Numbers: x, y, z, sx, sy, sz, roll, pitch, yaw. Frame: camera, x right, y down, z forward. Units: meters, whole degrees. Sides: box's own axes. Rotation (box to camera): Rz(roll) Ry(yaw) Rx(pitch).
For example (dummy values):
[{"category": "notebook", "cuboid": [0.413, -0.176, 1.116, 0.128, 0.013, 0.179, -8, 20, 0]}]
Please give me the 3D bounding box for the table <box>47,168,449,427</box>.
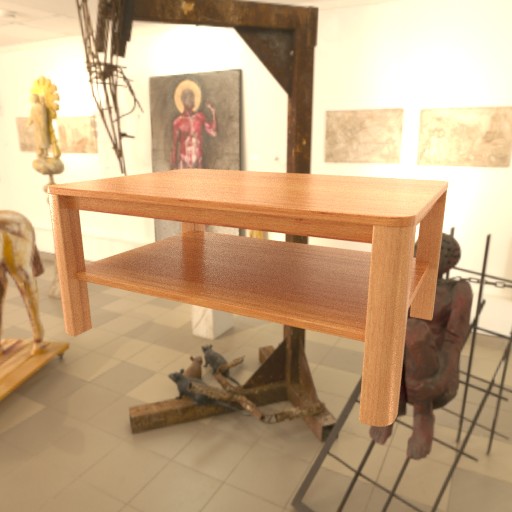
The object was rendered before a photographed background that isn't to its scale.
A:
[{"category": "table", "cuboid": [0.000, 0.000, 1.367, 0.997, 0.445, 0.696, 8, 18, 27]}]
